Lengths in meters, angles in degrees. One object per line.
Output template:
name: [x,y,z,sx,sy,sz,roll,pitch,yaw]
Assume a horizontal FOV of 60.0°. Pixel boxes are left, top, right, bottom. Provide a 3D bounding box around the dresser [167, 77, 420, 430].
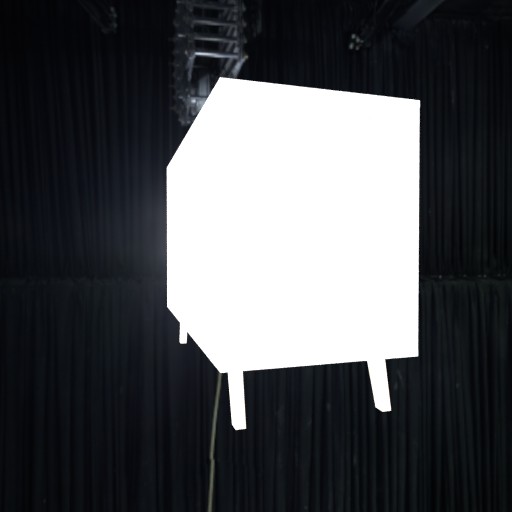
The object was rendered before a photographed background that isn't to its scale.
dresser: [0.000,0.000,1.551,0.500,0.780,1.110,0,1,-17]
